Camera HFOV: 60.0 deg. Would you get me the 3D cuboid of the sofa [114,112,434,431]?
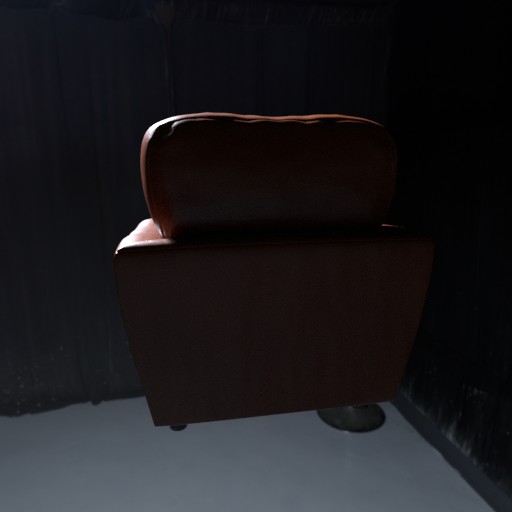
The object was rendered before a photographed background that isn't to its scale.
[{"bbox_3d":[0.000,0.000,1.489,0.836,0.876,0.789,-2,13,-10],"label":"sofa"}]
